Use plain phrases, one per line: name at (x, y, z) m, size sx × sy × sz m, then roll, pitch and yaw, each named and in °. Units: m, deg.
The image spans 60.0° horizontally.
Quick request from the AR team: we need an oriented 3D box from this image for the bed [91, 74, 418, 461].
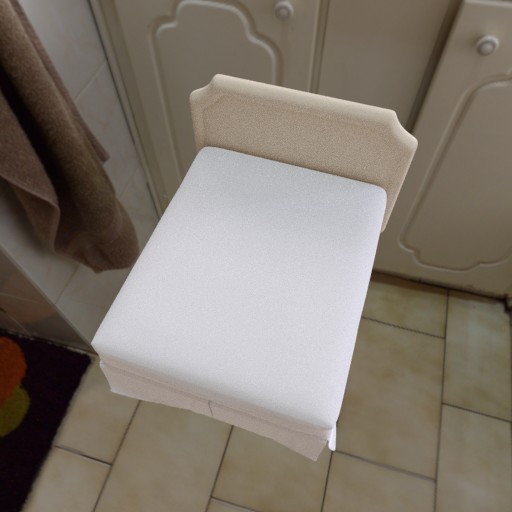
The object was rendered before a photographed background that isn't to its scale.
bed at (0.000, 0.000, 3.234) m, size 1.827 × 1.296 × 2.209 m, roll 16°, pitch 58°, yaw 10°
